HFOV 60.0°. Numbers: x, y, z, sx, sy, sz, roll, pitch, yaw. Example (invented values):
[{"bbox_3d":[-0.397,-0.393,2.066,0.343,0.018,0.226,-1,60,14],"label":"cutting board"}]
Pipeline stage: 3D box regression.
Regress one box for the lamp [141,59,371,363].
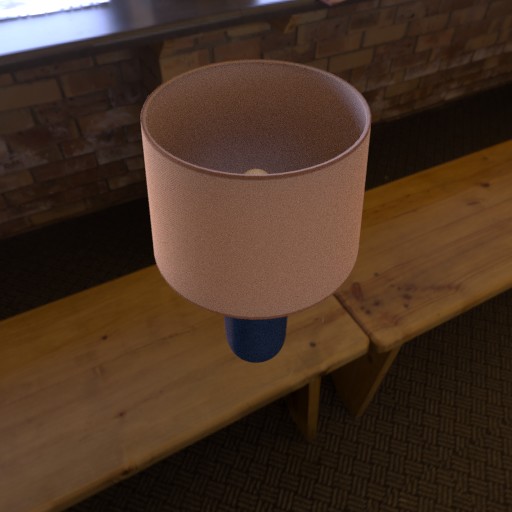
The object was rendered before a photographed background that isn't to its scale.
[{"bbox_3d":[0.000,0.000,0.844,0.367,0.609,0.367,0,47,0],"label":"lamp"}]
